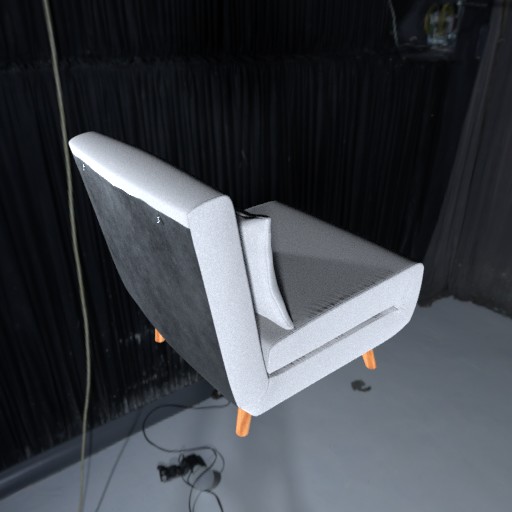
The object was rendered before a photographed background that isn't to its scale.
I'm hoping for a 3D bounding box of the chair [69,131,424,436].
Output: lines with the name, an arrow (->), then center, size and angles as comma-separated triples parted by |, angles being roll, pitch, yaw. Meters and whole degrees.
chair -> 0.000, 0.000, 1.498 | 0.902, 0.808, 0.770 | -19, 33, -32
